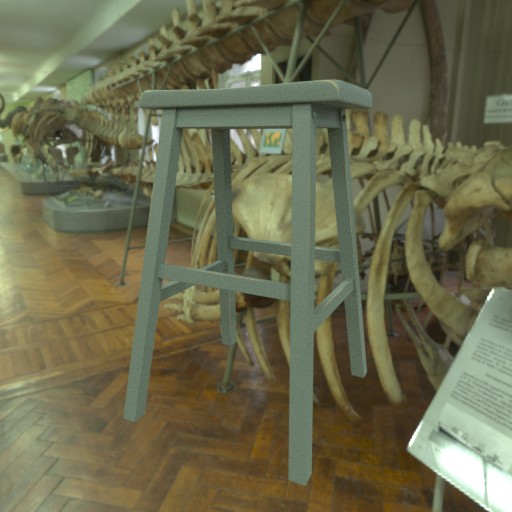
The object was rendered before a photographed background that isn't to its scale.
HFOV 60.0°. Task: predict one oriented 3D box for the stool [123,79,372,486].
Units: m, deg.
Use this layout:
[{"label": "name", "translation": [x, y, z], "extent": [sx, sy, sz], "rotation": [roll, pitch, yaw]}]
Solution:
[{"label": "stool", "translation": [0.000, 0.000, 1.051], "extent": [0.457, 0.737, 0.476], "rotation": [8, 17, 26]}]
